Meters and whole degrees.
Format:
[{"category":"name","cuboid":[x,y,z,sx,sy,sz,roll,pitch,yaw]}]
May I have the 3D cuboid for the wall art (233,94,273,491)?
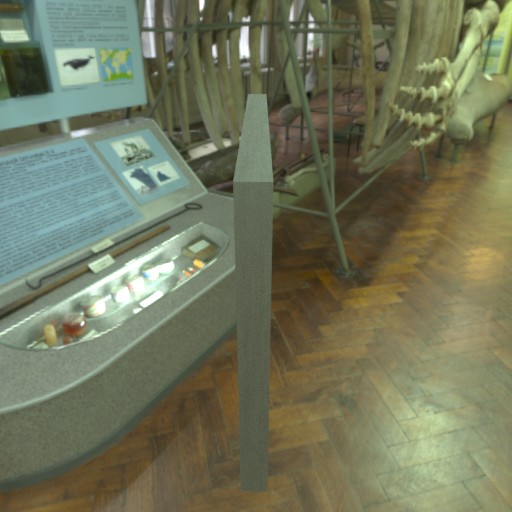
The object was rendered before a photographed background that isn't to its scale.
[{"category":"wall art","cuboid":[0.000,0.000,0.761,0.037,0.450,0.557,0,28,0]}]
